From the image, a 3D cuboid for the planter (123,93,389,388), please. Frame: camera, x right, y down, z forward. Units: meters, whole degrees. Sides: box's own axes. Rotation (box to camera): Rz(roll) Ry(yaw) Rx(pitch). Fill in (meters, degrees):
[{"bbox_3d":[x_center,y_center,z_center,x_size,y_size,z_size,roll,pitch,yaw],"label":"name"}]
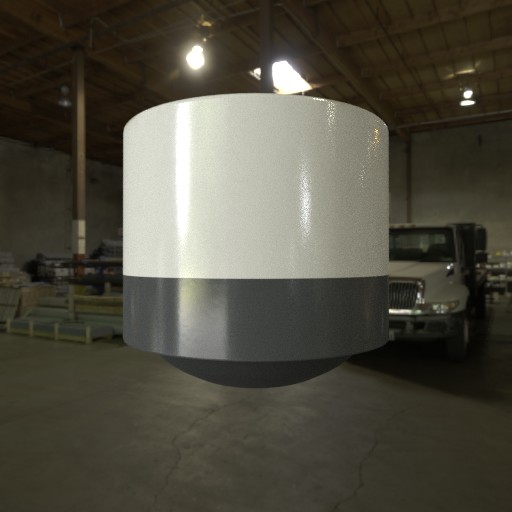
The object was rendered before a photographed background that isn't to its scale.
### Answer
[{"bbox_3d":[0.000,0.000,0.336,0.193,0.177,0.193,0,0,0],"label":"planter"}]
